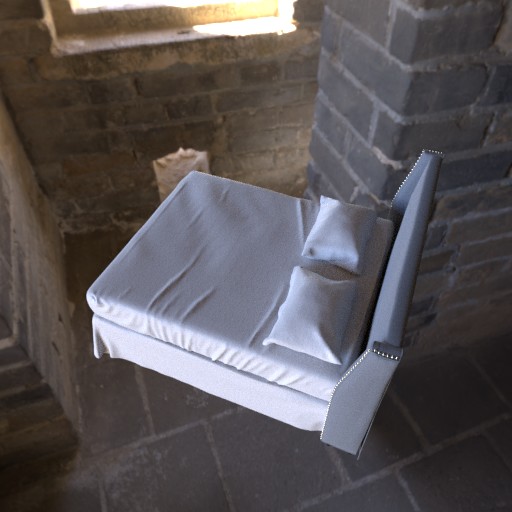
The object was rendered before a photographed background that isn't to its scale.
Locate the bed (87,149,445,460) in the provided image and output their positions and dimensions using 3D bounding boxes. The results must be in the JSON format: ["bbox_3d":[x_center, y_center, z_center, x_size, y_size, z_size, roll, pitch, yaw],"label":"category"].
[{"bbox_3d":[0.000,0.000,3.444,2.276,1.332,1.925,17,49,15],"label":"bed"}]
